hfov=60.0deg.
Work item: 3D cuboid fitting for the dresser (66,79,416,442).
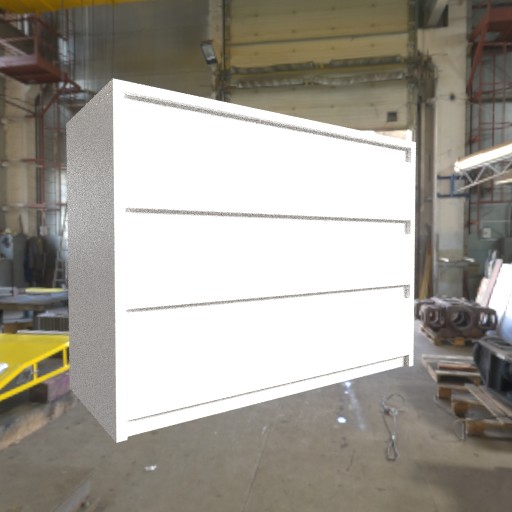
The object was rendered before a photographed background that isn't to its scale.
[{"bbox_3d":[0.000,0.000,1.500,1.100,0.820,0.460,-1,2,-35],"label":"dresser"}]
